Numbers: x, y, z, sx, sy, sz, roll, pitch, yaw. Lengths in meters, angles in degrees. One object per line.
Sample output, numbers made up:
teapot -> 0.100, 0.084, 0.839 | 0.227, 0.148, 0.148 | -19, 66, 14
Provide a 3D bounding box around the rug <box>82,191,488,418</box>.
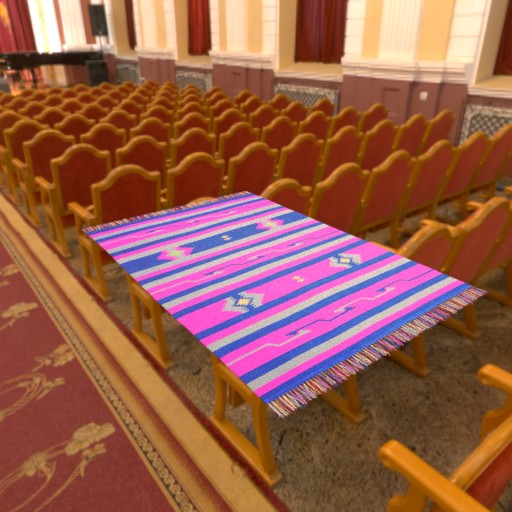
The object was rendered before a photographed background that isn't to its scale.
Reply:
rug -> 0.000, 0.000, 2.918 | 1.539, 0.013, 2.350 | -19, 32, -33
